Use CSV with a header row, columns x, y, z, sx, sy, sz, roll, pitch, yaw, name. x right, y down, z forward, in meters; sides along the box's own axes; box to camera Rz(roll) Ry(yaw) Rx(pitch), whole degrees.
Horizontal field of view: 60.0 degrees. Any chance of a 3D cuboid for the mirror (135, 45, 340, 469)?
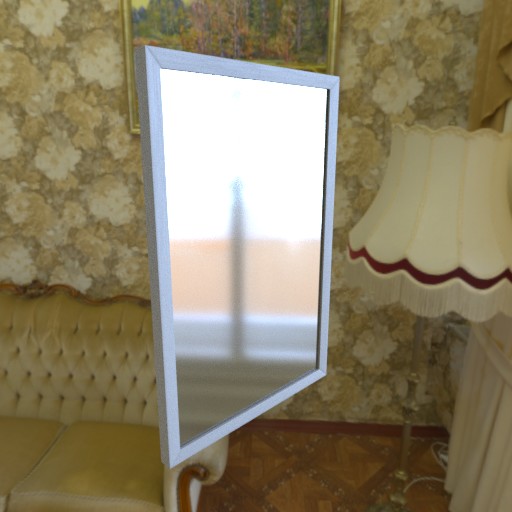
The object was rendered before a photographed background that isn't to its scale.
x,y,z,sx,sy,sz,roll,pitch,yaw,name
0.000,0.000,1.143,0.609,0.915,0.040,-14,20,-43,mirror
